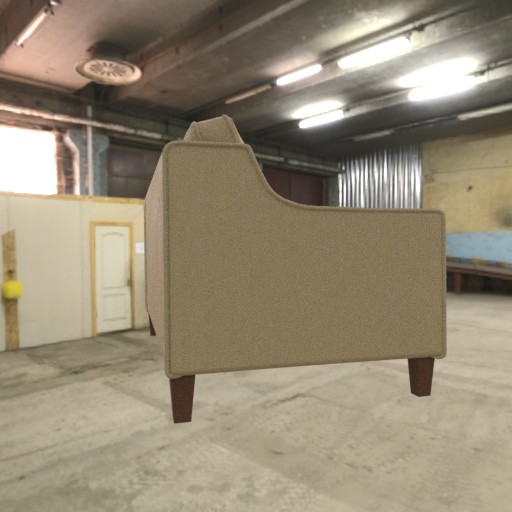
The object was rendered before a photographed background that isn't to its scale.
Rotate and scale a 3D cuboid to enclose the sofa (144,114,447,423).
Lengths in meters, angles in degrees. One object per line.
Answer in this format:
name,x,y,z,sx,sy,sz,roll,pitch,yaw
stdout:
sofa,0.000,0.000,2.119,0.987,0.971,1.501,0,1,-16
